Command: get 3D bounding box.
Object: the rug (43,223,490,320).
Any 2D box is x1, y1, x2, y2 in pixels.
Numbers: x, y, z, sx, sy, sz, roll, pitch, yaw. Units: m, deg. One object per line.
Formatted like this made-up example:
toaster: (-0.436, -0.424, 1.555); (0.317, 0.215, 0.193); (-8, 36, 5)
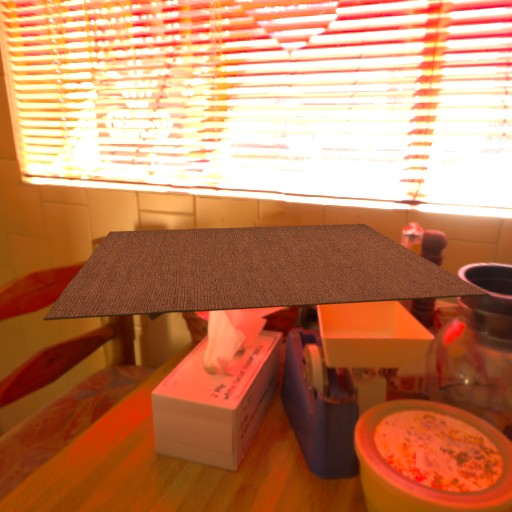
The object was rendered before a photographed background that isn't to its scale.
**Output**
rug: (0.000, 0.000, 4.143); (3.068, 0.021, 2.456); (-2, 16, -8)
